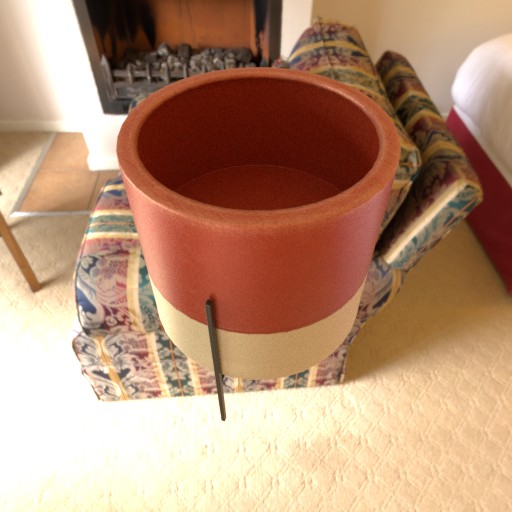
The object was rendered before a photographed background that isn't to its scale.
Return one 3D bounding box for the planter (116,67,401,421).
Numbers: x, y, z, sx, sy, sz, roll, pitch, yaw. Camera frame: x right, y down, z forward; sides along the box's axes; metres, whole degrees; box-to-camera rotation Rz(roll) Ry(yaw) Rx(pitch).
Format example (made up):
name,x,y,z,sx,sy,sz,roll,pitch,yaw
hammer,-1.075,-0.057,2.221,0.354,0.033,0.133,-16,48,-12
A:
name,x,y,z,sx,sy,sz,roll,pitch,yaw
planter,0.000,0.000,0.714,0.345,0.465,0.354,-32,55,-26
